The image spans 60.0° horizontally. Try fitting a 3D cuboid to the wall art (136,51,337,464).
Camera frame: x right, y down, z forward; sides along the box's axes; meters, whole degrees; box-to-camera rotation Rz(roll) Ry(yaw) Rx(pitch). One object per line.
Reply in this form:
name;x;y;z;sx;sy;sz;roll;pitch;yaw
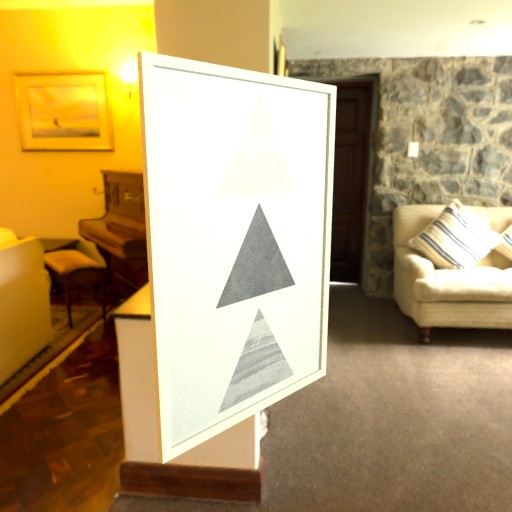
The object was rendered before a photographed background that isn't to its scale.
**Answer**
wall art;0.000;0.000;0.845;0.456;0.656;0.013;-12;17;-43
